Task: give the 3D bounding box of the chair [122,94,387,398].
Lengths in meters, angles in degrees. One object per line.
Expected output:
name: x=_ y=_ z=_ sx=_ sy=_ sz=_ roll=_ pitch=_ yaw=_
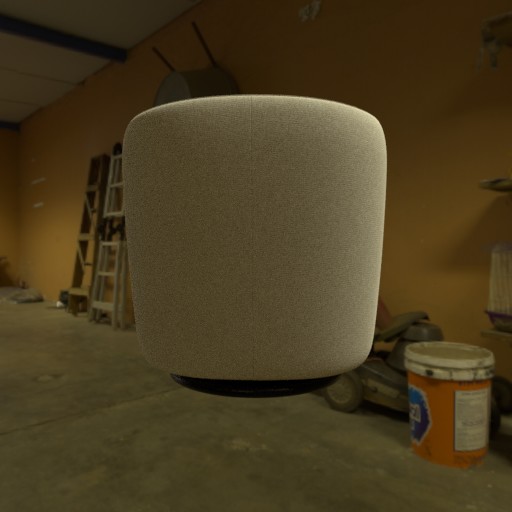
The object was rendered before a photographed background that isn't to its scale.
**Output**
chair: x=0.000 y=0.000 z=1.635 sx=0.822 sy=0.861 sz=0.986 roll=0 pitch=1 yaw=1
